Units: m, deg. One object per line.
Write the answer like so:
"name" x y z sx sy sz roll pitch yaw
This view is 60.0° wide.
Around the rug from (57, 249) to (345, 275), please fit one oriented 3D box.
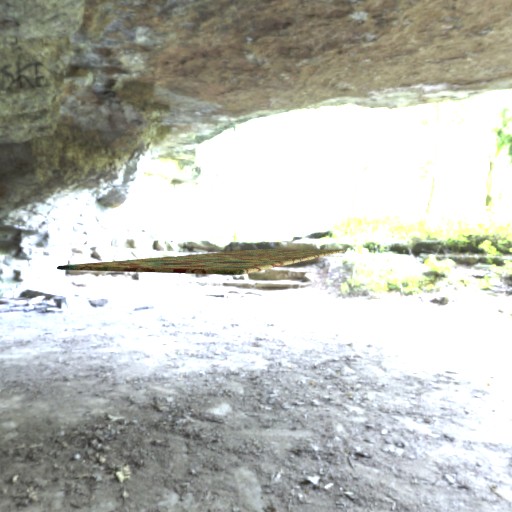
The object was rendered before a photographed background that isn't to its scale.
"rug" 0.000 0.000 2.468 0.693 0.016 2.273 1 3 19
